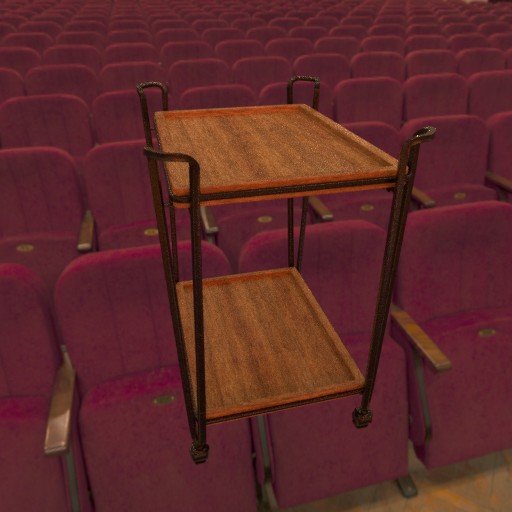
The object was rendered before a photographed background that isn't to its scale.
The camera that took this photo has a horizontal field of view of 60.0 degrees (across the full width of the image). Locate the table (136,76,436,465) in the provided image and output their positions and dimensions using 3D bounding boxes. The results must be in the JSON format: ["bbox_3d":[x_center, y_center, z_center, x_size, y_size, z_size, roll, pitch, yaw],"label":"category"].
[{"bbox_3d":[0.000,0.000,1.171,0.505,0.785,0.672,-7,31,-12],"label":"table"}]
